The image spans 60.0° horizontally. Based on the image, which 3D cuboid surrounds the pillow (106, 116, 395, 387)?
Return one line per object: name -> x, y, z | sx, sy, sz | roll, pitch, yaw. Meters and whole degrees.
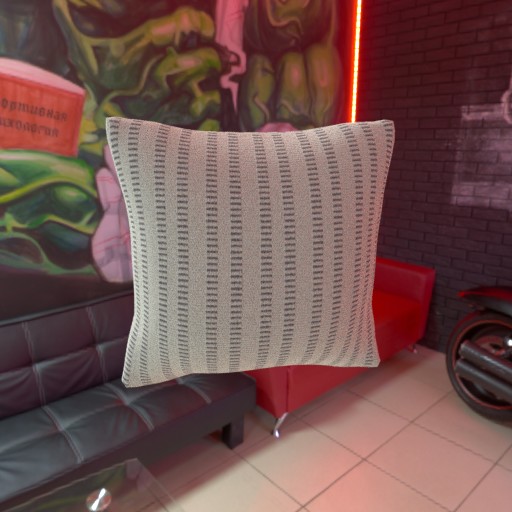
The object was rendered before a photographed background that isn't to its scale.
pillow -> 0.000, 0.000, 0.703 | 0.438, 0.419, 0.247 | -2, 14, -9
